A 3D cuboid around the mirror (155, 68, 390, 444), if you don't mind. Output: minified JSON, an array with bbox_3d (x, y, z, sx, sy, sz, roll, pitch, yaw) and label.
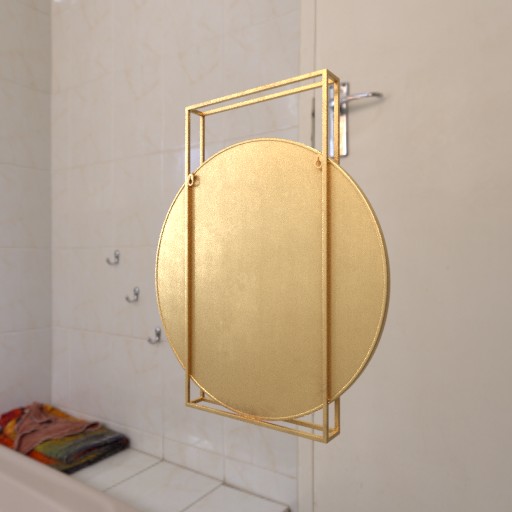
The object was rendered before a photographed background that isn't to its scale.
[{"bbox_3d":[0.000,0.000,0.823,0.508,0.603,0.051,0,0,36],"label":"mirror"}]
